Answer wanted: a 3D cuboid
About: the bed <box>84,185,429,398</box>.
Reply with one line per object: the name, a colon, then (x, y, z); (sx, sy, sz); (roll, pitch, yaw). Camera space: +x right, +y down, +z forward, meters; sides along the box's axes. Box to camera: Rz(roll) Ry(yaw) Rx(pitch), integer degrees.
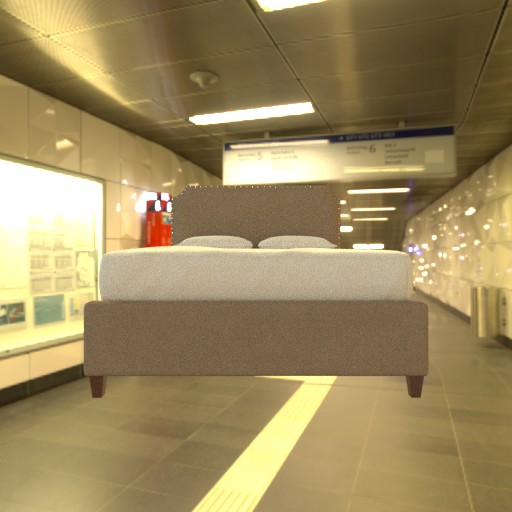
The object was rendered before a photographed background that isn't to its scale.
bed: (0.000, 0.000, 3.328); (1.703, 1.415, 2.329); (0, 0, 0)
